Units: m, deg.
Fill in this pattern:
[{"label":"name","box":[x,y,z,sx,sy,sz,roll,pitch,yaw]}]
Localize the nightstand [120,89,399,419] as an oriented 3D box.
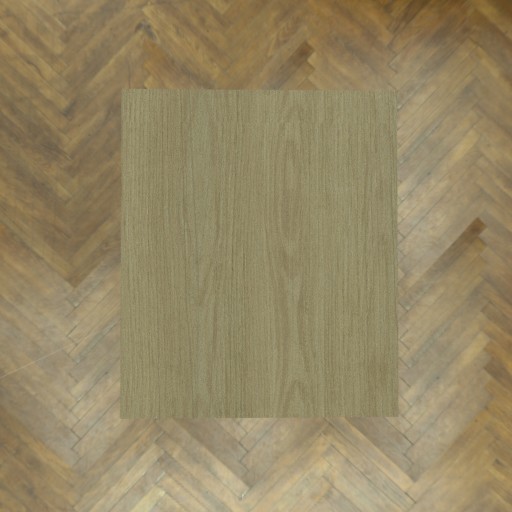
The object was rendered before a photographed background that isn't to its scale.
[{"label":"nightstand","box":[0.000,0.000,0.893,0.380,0.571,0.450,0,89,-1]}]
